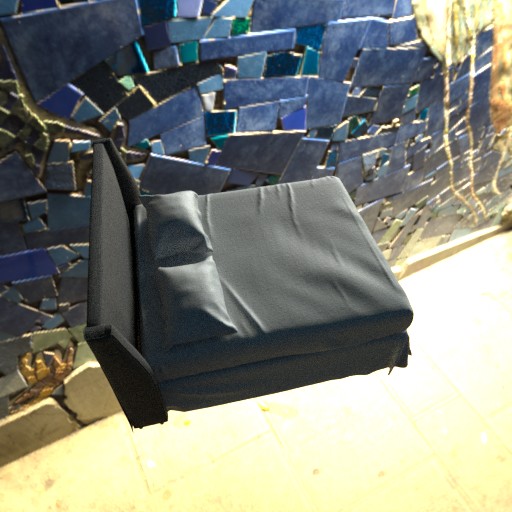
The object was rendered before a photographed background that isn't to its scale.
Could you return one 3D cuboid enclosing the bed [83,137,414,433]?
[{"bbox_3d":[0.000,0.000,3.551,2.276,1.332,1.925,-9,49,-8],"label":"bed"}]
